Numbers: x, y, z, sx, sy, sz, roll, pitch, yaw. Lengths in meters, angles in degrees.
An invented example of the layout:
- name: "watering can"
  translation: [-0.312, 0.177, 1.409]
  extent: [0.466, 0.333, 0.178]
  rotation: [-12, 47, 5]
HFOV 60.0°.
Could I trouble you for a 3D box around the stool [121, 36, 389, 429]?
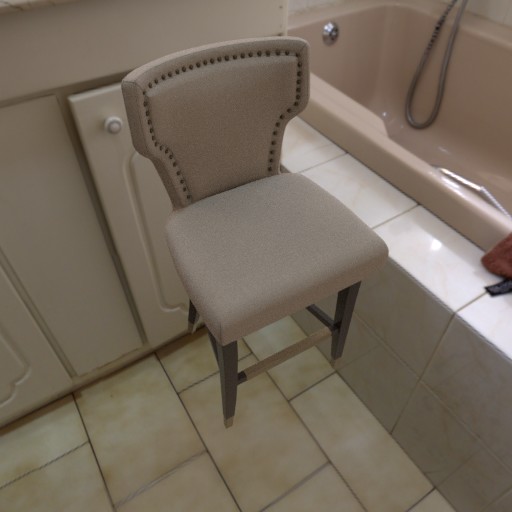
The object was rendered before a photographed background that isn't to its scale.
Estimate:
- name: "stool"
  translation: [0.000, 0.000, 1.359]
  extent: [0.526, 1.092, 0.563]
  rotation: [-23, 50, -20]
